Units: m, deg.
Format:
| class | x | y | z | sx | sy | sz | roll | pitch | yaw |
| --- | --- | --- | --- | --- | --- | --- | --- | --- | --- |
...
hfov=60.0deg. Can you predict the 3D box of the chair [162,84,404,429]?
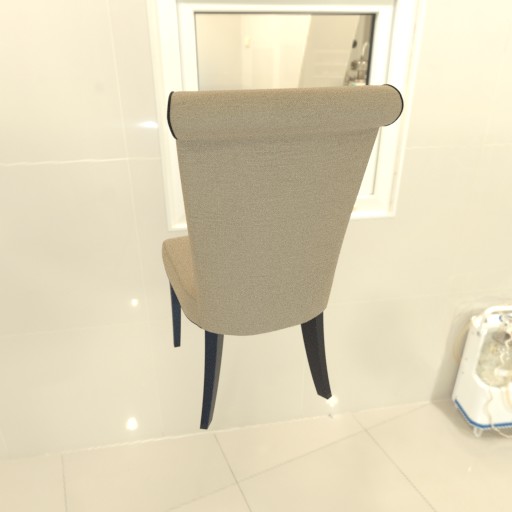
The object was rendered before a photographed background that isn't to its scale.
| class | x | y | z | sx | sy | sz | roll | pitch | yaw |
| --- | --- | --- | --- | --- | --- | --- | --- | --- | --- |
| chair | 0.000 | 0.000 | 1.333 | 0.522 | 0.997 | 0.623 | -8 | 27 | -16 |
